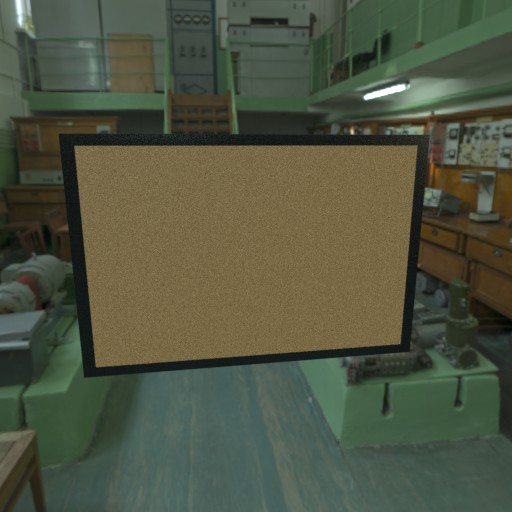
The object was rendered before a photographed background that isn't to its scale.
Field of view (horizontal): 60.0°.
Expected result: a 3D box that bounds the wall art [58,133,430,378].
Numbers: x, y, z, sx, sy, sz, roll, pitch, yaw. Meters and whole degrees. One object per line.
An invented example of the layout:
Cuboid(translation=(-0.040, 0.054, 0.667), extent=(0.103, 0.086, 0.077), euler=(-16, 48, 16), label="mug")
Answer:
Cuboid(translation=(0.000, 0.000, 1.042), extent=(0.819, 0.552, 0.015), euler=(-2, 14, -9), label="wall art")
